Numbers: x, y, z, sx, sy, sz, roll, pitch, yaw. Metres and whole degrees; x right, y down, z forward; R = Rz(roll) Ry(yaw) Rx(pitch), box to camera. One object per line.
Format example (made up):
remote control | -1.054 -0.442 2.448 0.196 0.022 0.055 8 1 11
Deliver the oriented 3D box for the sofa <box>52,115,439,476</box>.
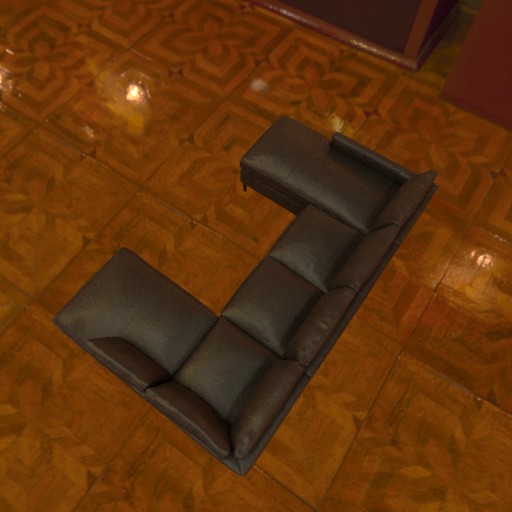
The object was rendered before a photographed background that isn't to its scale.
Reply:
sofa | 0.000 0.000 3.875 1.939 0.900 2.956 33 68 15
